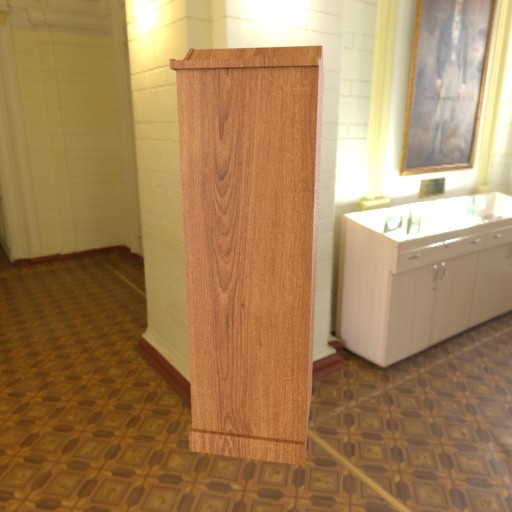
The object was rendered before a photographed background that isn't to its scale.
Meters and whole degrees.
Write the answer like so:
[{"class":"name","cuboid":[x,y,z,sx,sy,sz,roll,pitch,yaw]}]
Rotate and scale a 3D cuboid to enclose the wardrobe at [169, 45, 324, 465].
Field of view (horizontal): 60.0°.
[{"class":"wardrobe","cuboid":[0.000,0.000,2.168,0.570,1.870,0.590,3,16,10]}]
